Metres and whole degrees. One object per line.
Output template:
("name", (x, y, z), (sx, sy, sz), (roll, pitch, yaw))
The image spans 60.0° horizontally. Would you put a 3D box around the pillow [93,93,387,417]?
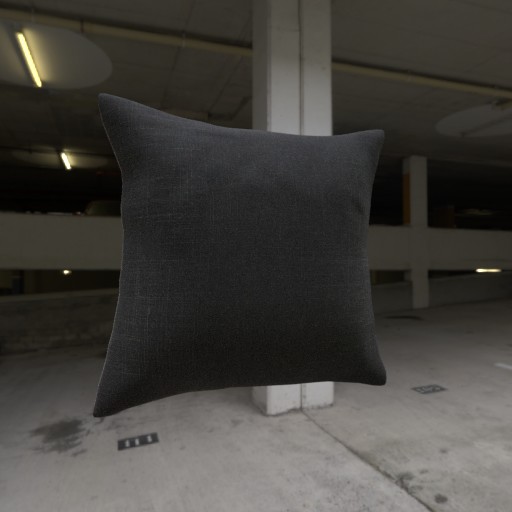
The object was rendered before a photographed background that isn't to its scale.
("pillow", (0.000, 0.000, 0.682), (0.468, 0.444, 0.138), (0, -1, -19))
